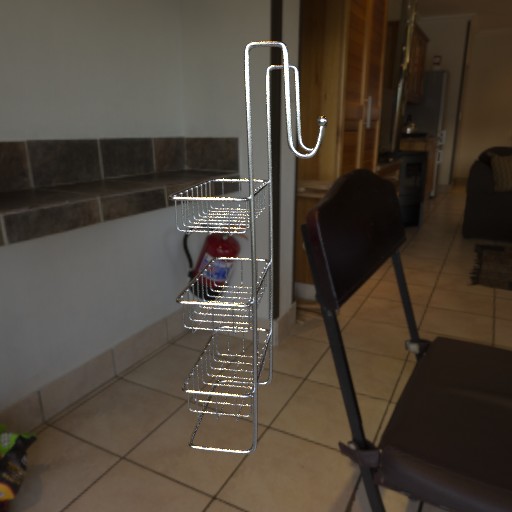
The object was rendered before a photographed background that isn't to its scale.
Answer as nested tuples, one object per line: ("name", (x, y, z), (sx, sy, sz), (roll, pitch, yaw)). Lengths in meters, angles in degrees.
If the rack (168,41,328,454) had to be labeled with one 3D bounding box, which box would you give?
("rack", (0.000, 0.000, 0.689), (0.202, 0.574, 0.228), (2, 16, 9))
